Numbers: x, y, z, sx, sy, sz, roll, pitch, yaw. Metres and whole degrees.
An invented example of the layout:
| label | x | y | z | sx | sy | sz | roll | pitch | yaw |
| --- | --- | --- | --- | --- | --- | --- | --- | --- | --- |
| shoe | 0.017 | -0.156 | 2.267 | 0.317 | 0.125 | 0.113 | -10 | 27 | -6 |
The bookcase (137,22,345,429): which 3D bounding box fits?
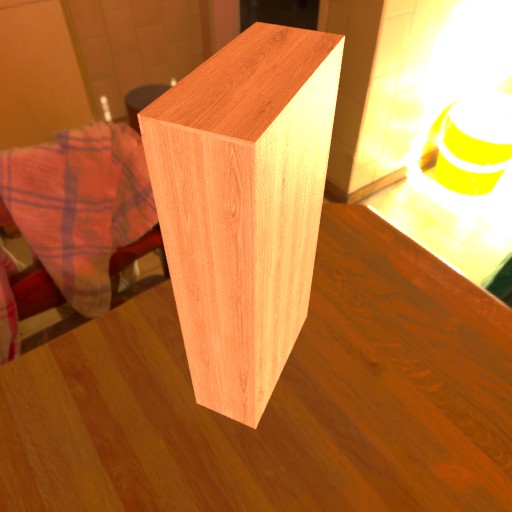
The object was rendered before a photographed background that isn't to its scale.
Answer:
| label | x | y | z | sx | sy | sz | roll | pitch | yaw |
| --- | --- | --- | --- | --- | --- | --- | --- | --- | --- |
| bookcase | 0.000 | 0.000 | 2.397 | 0.420 | 2.020 | 0.950 | 18 | 48 | 17 |
